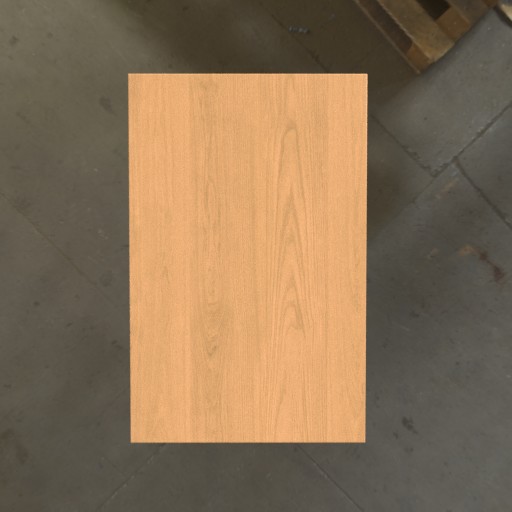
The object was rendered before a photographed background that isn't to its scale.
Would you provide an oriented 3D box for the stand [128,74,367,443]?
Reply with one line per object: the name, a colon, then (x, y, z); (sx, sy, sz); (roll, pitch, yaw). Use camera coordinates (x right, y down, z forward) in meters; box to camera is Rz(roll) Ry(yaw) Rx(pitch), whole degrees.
stand: (0.000, 0.000, 0.999); (0.400, 0.600, 0.630); (0, 91, 0)
